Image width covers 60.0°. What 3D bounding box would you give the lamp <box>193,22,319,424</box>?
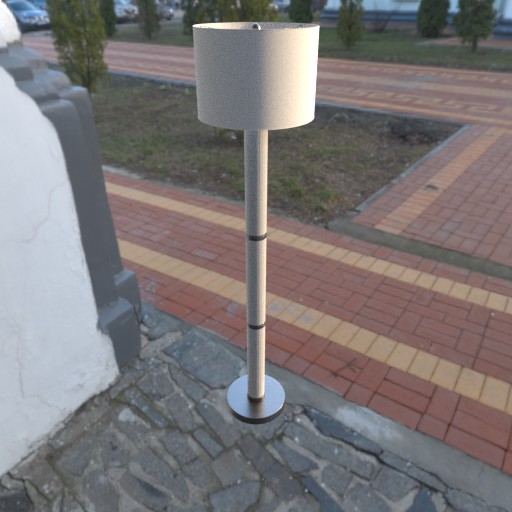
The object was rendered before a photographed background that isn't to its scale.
[{"bbox_3d":[0.000,0.000,1.717,0.377,1.599,0.377,-22,37,-33],"label":"lamp"}]
